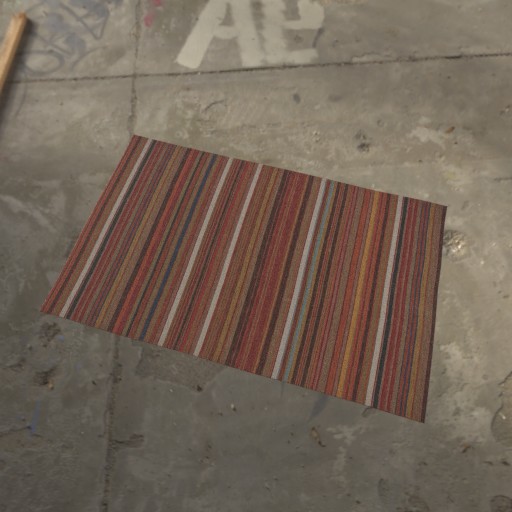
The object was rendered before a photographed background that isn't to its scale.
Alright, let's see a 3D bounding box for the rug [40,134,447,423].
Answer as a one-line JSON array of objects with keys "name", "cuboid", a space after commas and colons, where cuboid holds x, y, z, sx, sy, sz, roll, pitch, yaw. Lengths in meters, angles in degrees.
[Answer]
[{"name": "rug", "cuboid": [0.000, 0.000, 3.003, 2.438, 0.008, 1.523, 14, 64, 7]}]
